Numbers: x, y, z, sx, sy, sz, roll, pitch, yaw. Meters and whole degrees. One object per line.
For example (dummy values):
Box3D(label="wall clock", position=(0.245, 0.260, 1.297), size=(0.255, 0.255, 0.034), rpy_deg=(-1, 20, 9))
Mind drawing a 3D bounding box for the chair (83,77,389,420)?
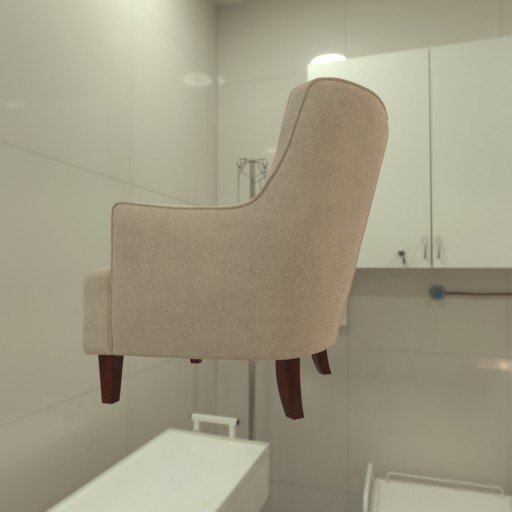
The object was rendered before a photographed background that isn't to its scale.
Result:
Box3D(label="chair", position=(0.000, 0.000, 1.572), size=(0.910, 0.920, 0.781), rpy_deg=(-1, -2, 17))
